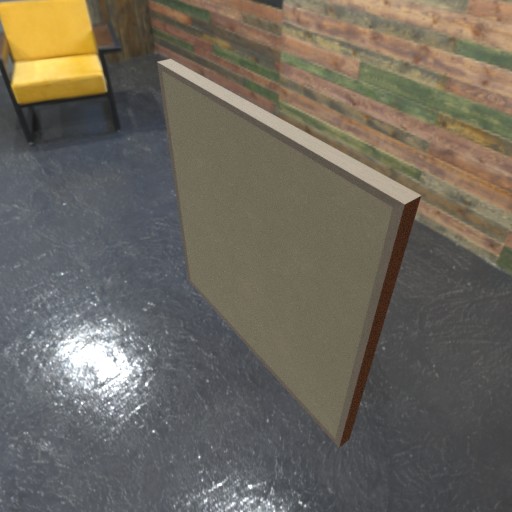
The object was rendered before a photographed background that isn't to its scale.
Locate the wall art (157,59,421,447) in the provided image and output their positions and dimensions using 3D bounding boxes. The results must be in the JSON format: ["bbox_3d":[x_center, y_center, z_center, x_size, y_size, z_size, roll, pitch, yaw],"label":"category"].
[{"bbox_3d":[0.000,0.000,1.124,0.038,0.758,0.761,-26,48,-27],"label":"wall art"}]
